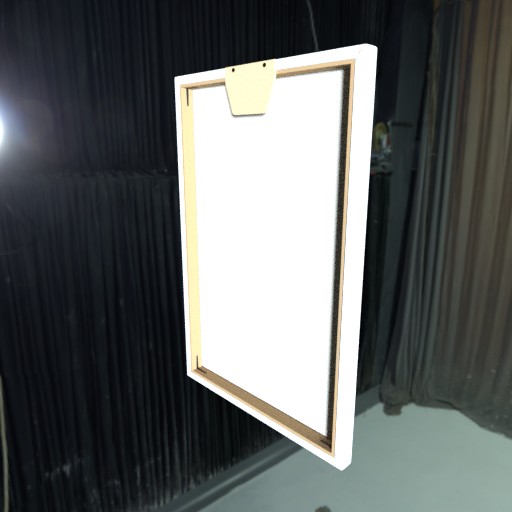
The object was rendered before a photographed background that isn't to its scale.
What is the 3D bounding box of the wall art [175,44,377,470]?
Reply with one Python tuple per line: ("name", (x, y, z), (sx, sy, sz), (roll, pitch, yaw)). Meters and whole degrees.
("wall art", (0.000, 0.000, 1.124), (0.048, 0.902, 0.602), (-14, 20, -42))
